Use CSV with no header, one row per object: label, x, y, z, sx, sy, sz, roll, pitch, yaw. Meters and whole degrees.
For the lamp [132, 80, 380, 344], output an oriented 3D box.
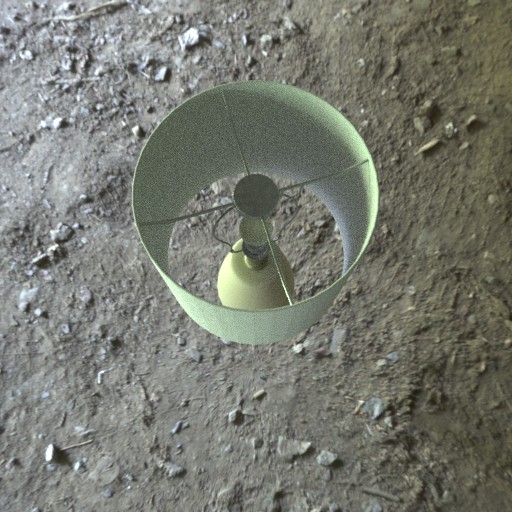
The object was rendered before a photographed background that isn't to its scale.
lamp,0.000,0.000,0.471,0.186,0.369,0.186,0,76,0
